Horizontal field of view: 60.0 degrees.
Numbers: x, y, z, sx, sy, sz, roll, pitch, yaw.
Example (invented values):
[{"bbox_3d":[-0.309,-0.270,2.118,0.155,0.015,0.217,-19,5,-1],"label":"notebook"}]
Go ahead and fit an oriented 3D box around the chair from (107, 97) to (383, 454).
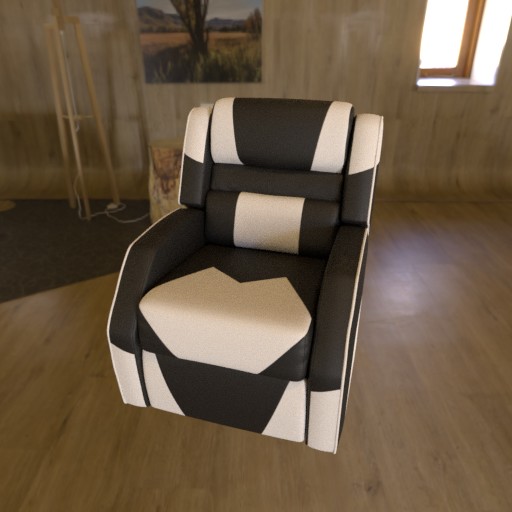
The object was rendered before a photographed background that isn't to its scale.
[{"bbox_3d":[0.000,0.000,1.294,0.620,0.805,0.672,8,27,15],"label":"chair"}]
